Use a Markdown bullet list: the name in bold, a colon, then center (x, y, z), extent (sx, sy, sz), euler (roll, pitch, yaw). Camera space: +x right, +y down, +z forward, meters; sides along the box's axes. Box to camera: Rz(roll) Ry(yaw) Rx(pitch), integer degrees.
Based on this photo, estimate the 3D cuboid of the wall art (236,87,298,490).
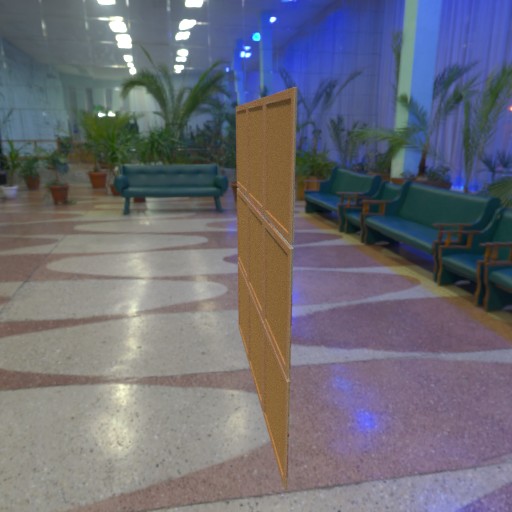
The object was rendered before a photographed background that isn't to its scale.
- **wall art**: center (0.000, 0.000, 2.288), extent (0.013, 1.519, 1.521), euler (-3, 17, -9)
